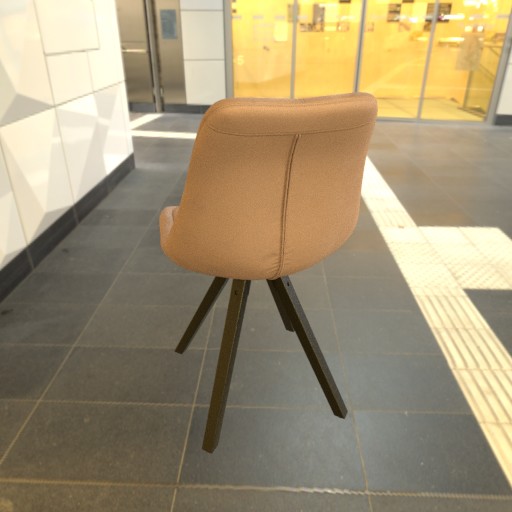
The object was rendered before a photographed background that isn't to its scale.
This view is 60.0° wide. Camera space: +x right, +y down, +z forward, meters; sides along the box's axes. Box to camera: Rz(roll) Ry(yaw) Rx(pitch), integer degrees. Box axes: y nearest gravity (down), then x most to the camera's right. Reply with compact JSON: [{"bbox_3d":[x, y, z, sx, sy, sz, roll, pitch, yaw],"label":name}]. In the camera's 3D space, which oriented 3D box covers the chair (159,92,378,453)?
[{"bbox_3d":[0.000,0.000,1.167,0.483,0.865,0.547,-8,28,-15],"label":"chair"}]
